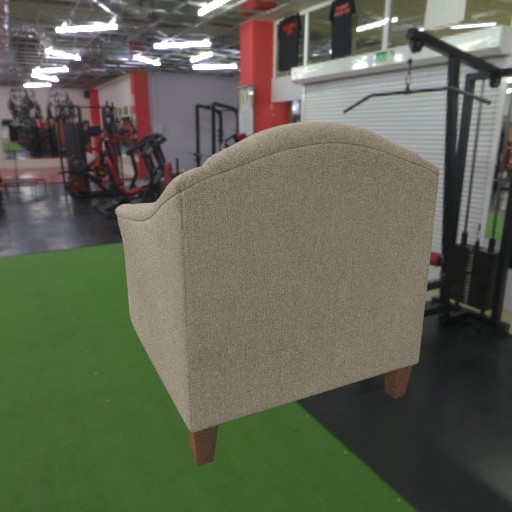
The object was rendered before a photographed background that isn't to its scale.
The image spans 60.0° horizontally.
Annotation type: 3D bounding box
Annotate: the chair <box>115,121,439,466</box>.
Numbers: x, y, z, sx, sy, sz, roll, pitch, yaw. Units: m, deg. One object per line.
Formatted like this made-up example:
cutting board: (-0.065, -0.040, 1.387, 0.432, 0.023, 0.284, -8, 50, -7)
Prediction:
chair: (0.000, 0.000, 1.464, 0.763, 0.839, 0.787, -8, 17, -26)
